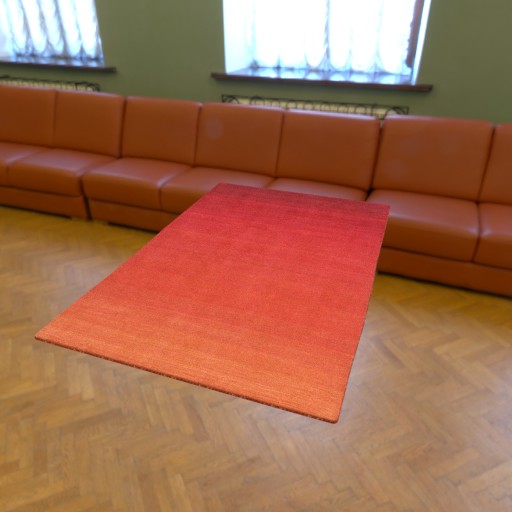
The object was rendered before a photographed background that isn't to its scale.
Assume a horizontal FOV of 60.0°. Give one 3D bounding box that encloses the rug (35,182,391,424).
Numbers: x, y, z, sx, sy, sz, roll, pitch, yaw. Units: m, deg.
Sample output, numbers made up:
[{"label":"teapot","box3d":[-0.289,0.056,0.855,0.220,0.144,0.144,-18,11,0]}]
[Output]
[{"label":"rug","box3d":[0.000,0.000,2.330,1.230,0.018,1.835,10,32,17]}]
